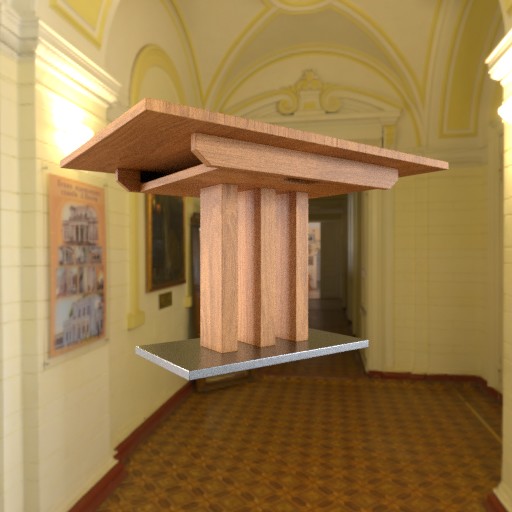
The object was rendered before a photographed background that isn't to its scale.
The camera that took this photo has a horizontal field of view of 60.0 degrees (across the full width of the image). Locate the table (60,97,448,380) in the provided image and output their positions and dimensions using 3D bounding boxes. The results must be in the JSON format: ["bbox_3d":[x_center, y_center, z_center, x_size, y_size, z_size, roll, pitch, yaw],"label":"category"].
[{"bbox_3d":[0.000,0.000,1.806,1.300,0.770,0.900,0,0,-36],"label":"table"}]
